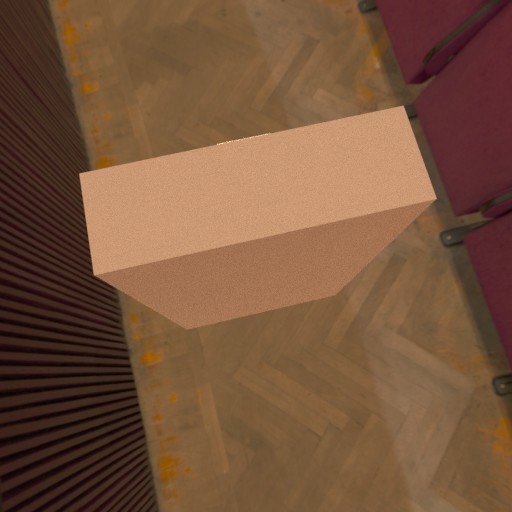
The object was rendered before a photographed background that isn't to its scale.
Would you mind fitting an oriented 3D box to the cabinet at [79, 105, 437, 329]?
[{"bbox_3d":[0.000,0.000,1.593,0.750,1.280,0.250,-13,76,-3],"label":"cabinet"}]
